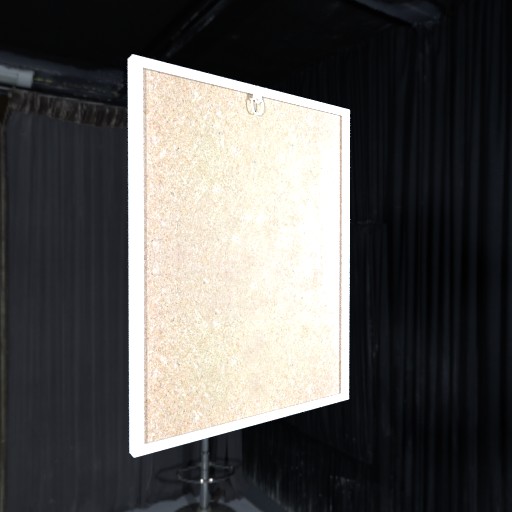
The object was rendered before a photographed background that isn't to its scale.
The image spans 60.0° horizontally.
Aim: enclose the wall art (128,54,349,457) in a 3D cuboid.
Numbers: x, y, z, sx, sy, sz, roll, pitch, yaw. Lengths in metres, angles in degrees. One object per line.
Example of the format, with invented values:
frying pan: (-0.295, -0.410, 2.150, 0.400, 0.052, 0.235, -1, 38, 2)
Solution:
wall art: (0.000, 0.000, 1.402, 0.805, 1.056, 0.042, -1, 1, -35)
